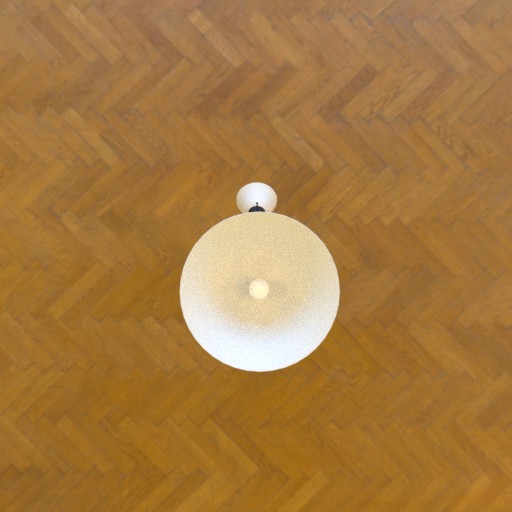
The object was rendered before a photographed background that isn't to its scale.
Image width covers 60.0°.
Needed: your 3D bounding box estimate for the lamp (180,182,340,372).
[{"bbox_3d":[0.000,0.000,2.018,0.405,1.793,0.588,0,90,-1],"label":"lamp"}]
